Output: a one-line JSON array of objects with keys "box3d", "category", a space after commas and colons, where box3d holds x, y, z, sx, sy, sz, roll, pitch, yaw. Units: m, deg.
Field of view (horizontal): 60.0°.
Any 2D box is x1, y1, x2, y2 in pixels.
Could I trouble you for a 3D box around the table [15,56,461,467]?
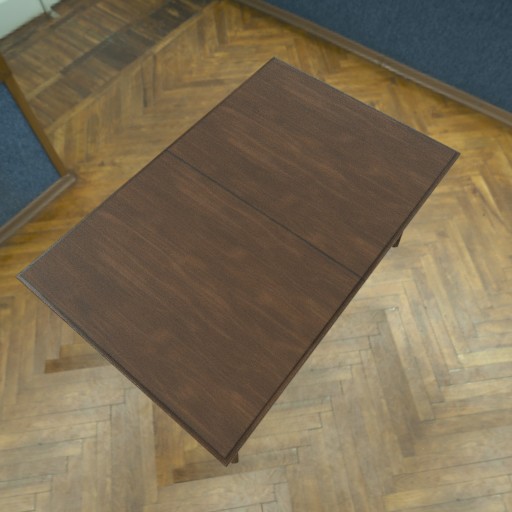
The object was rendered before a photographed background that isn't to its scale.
[{"box3d": [0.000, 0.000, 2.051, 0.990, 0.761, 1.524, 35, 67, 17], "category": "table"}]
